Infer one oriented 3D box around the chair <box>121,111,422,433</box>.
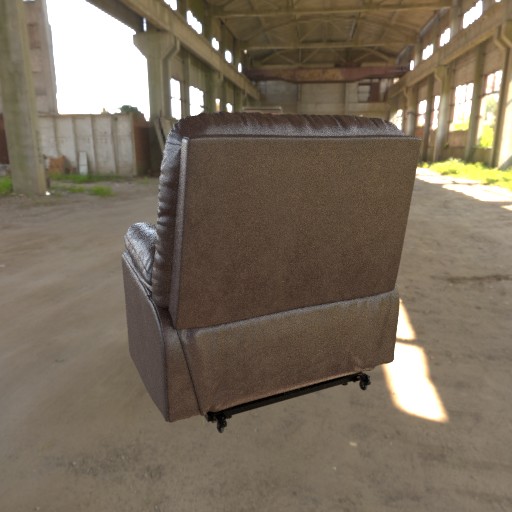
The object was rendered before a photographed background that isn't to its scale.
[{"bbox_3d":[0.000,0.000,1.744,0.940,1.041,0.879,-7,16,-25],"label":"chair"}]
